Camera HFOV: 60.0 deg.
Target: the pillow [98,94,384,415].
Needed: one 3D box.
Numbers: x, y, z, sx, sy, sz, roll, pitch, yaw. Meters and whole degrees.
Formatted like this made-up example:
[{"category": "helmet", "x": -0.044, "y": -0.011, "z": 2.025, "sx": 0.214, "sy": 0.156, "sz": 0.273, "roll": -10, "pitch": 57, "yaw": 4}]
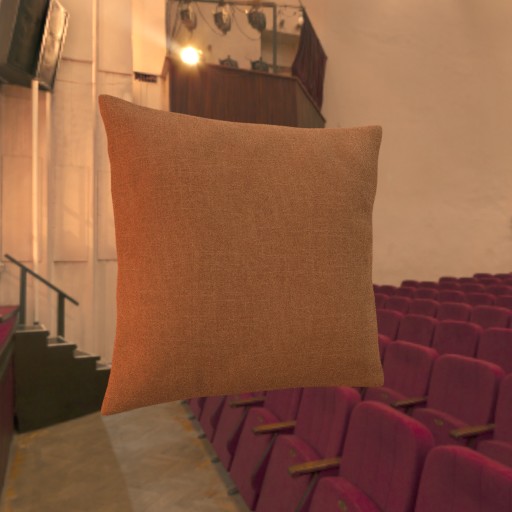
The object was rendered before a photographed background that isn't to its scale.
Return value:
[{"category": "pillow", "x": 0.000, "y": 0.000, "z": 0.778, "sx": 0.523, "sy": 0.506, "sz": 0.166, "roll": 0, "pitch": -1, "yaw": -18}]
